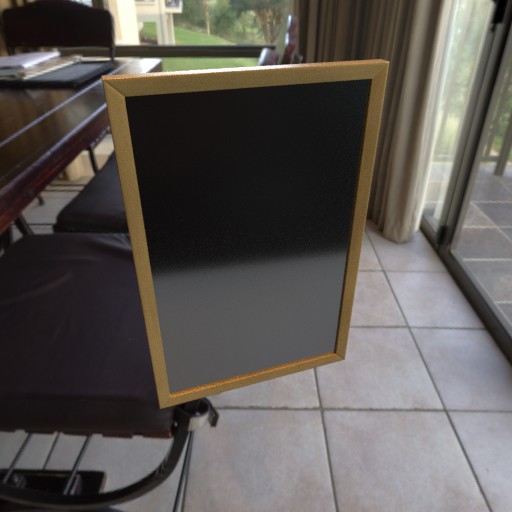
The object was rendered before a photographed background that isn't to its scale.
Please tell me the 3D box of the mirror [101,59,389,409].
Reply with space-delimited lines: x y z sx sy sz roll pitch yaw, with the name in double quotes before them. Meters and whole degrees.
"mirror" 0.000 0.000 1.155 0.609 0.915 0.040 -10 34 -16
